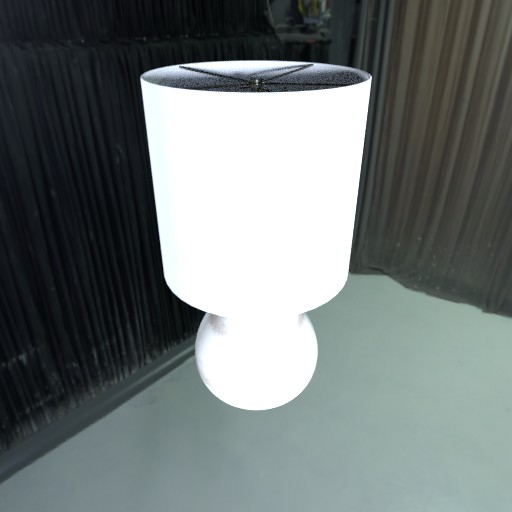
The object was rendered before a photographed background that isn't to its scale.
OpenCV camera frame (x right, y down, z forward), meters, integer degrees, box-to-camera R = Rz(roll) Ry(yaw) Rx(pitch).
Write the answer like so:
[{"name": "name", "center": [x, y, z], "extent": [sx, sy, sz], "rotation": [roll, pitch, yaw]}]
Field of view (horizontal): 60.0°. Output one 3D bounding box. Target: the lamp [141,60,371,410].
[{"name": "lamp", "center": [0.000, 0.000, 0.525], "extent": [0.217, 0.404, 0.217], "rotation": [21, 36, 32]}]
